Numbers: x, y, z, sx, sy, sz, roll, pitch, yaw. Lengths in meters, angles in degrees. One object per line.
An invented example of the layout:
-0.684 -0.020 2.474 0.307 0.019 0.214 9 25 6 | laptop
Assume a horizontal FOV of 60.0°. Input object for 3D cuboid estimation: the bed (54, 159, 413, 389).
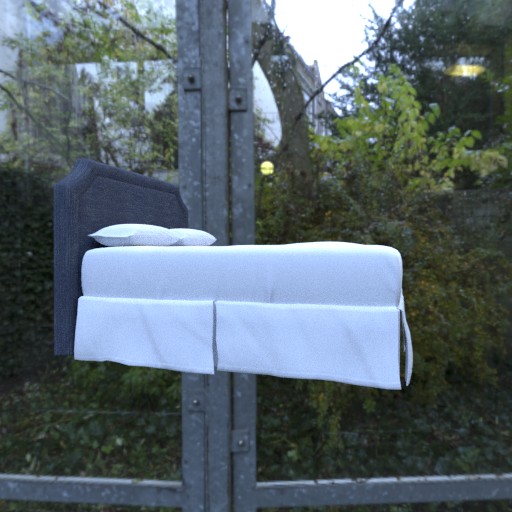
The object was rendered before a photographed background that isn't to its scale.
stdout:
0.000 0.000 3.215 2.116 1.290 1.693 0 1 17 | bed
